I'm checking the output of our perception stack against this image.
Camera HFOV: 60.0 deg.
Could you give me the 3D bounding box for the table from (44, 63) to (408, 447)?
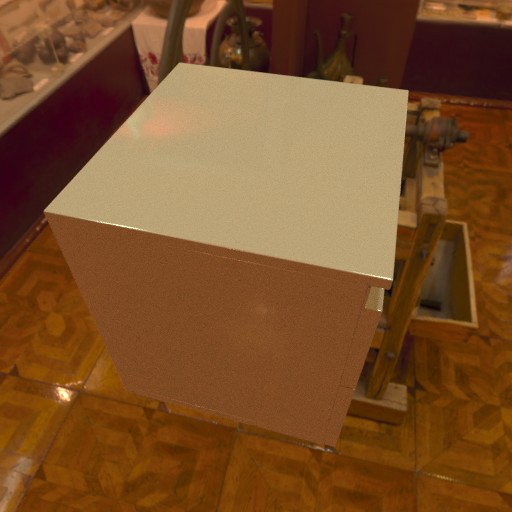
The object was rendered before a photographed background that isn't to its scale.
[{"bbox_3d":[0.000,0.000,0.790,0.400,0.470,0.420,11,48,10],"label":"table"}]
